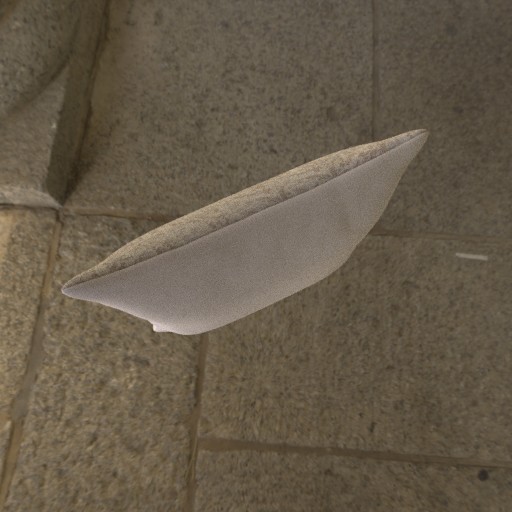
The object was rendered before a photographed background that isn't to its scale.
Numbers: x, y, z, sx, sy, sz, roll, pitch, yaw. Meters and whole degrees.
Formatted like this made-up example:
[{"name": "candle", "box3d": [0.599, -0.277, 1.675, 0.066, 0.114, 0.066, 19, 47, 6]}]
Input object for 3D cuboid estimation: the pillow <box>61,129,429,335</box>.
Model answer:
[{"name": "pillow", "box3d": [0.000, 0.000, 0.808, 0.523, 0.510, 0.166, -24, 76, -7]}]
